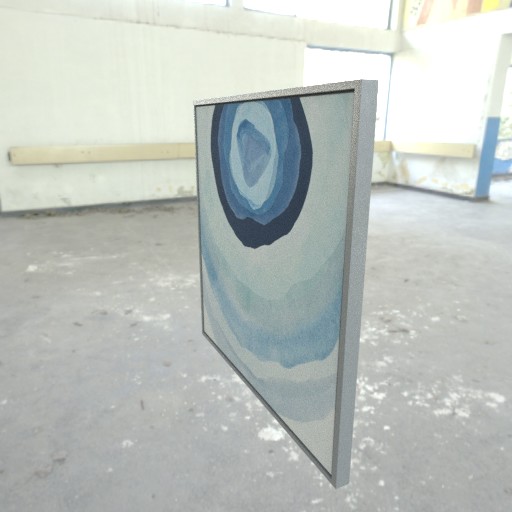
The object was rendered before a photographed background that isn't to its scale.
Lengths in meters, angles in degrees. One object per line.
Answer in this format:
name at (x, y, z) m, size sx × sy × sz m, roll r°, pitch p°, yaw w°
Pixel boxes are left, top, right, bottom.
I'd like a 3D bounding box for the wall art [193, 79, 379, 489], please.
wall art at (0.000, 0.000, 1.172) m, size 0.038 × 0.807 × 0.809 m, roll -8°, pitch 19°, yaw -26°
